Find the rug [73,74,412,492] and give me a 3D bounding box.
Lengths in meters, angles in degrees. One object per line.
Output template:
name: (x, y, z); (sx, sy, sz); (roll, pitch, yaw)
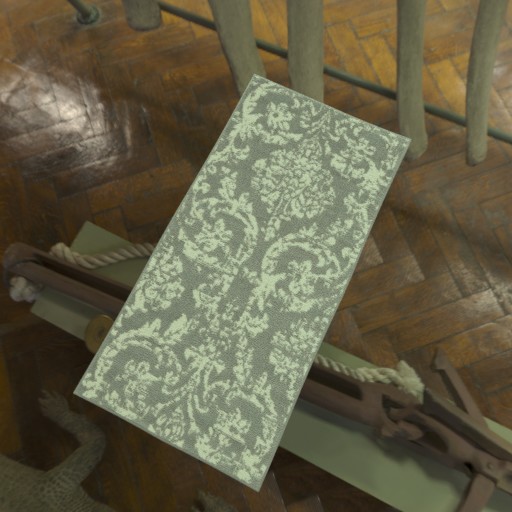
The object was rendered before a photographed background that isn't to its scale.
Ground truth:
rug: (0.000, 0.000, 1.410); (0.604, 0.007, 1.219); (25, 76, 7)
